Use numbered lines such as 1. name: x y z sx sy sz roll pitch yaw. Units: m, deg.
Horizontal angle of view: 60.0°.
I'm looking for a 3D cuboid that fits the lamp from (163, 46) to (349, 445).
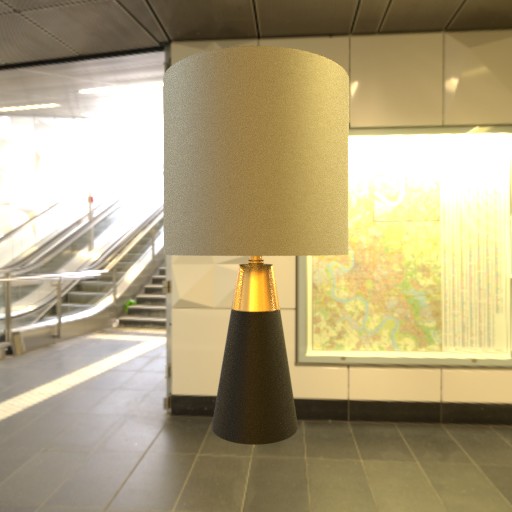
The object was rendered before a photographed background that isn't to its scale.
1. lamp: 0.000 0.000 0.753 0.308 0.580 0.308 0 1 -15
